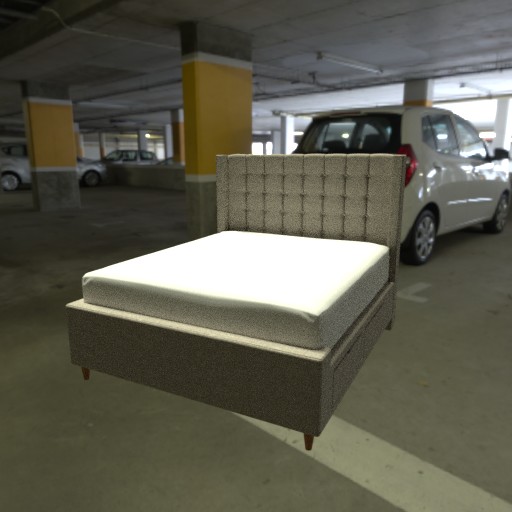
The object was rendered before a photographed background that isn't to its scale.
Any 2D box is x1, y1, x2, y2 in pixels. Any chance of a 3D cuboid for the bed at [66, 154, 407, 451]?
[{"bbox_3d":[0.000,0.000,3.876,2.044,1.748,2.372,6,14,27],"label":"bed"}]
